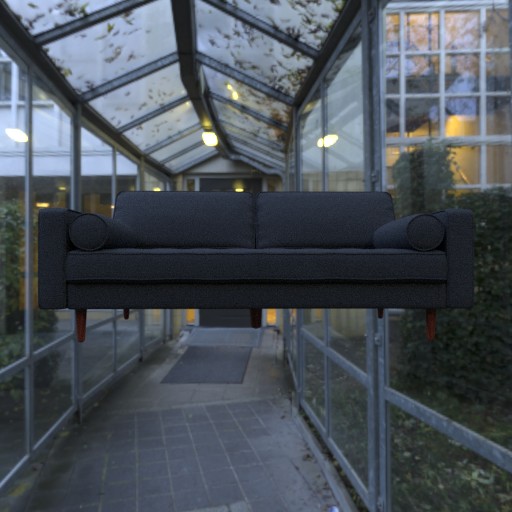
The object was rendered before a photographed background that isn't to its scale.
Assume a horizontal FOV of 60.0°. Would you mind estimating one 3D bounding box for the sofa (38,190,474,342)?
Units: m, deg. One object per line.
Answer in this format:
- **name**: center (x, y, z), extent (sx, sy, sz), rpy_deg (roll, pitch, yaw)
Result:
- **sofa**: center (0.000, 0.000, 2.320), extent (1.875, 0.759, 0.914), rpy_deg (0, 0, -1)
